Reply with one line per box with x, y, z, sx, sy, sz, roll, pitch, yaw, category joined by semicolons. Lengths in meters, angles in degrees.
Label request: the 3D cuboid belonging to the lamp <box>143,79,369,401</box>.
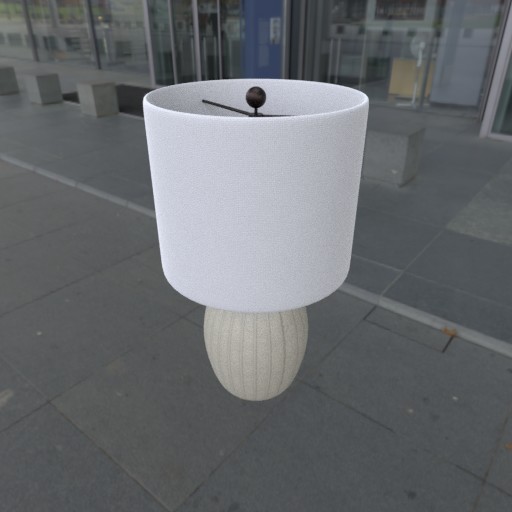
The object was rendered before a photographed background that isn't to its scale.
0.000;0.000;0.790;0.329;0.570;0.329;-20;35;-31;lamp
